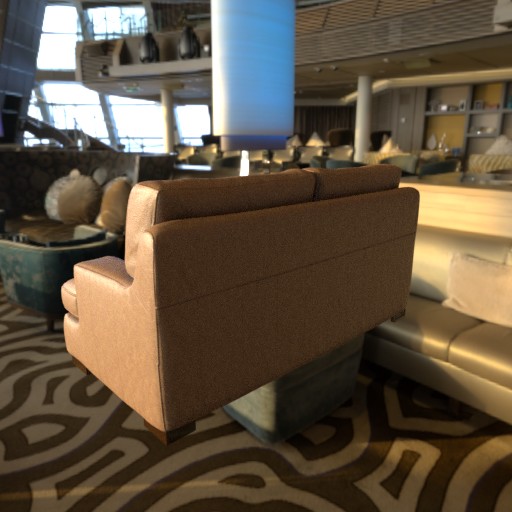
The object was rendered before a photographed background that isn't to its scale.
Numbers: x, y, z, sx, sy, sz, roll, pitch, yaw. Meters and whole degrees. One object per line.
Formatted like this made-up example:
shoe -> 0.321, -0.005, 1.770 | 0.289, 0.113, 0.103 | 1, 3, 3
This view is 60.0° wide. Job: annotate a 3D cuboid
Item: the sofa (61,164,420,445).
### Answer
sofa -> 0.000, 0.000, 2.448 | 1.855, 0.980, 0.962 | -14, 20, -42
